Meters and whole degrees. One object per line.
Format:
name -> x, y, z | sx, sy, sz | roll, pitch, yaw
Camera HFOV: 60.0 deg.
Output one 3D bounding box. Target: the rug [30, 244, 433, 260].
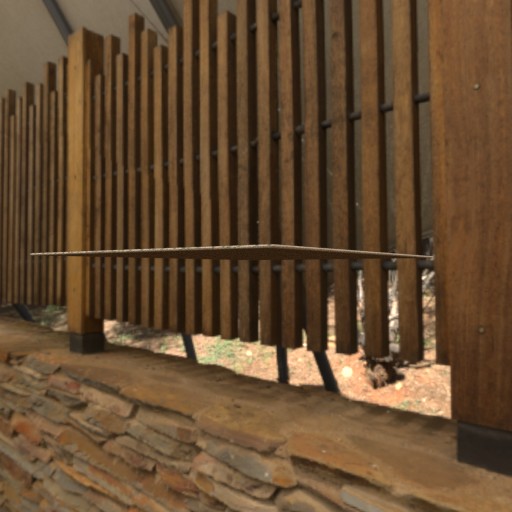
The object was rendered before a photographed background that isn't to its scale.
rug -> 0.000, 0.000, 4.189 | 2.441, 0.017, 3.050 | -1, -2, 36
